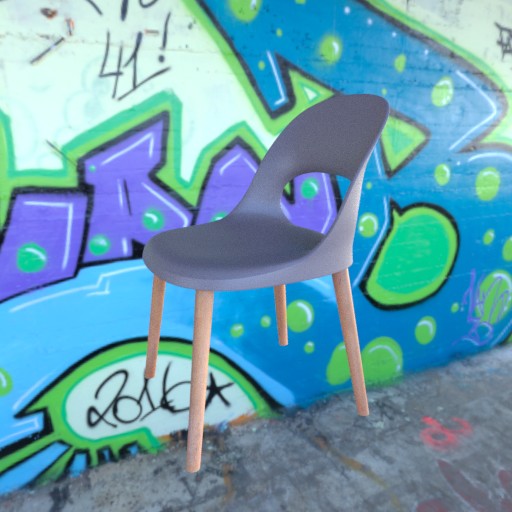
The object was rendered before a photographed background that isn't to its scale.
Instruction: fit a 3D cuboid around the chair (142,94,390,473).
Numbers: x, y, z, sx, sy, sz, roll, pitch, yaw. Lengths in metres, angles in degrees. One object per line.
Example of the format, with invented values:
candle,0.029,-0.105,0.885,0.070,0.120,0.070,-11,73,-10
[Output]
chair,0.000,0.000,1.135,0.556,0.795,0.470,-8,18,-25
